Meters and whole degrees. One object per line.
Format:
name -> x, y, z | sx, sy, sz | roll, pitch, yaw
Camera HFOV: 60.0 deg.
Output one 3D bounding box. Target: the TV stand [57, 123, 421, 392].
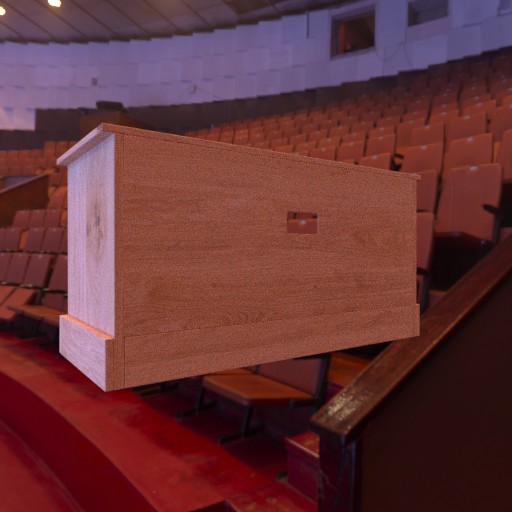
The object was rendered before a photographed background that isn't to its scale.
TV stand -> 0.000, 0.000, 1.394 | 1.080, 0.550, 0.440 | 0, 1, -35
